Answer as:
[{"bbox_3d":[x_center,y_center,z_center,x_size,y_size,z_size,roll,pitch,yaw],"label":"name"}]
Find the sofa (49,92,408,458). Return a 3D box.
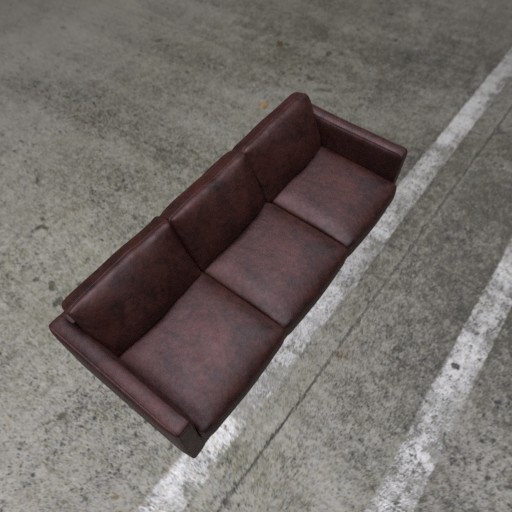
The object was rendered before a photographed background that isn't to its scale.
[{"bbox_3d":[0.000,0.000,3.046,1.045,1.006,2.464,32,63,19],"label":"sofa"}]
